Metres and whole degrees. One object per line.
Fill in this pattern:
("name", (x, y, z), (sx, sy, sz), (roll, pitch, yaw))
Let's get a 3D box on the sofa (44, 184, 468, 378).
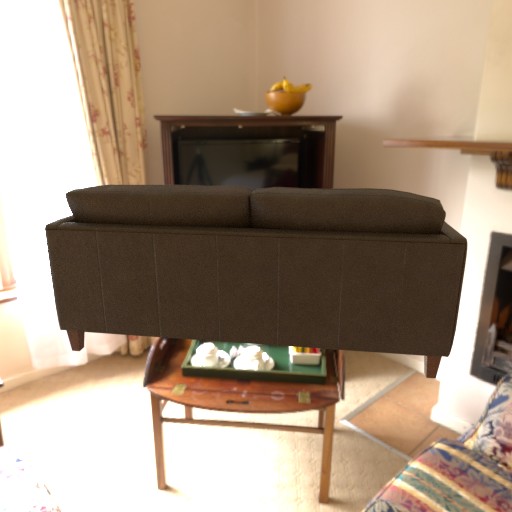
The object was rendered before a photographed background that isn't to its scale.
("sofa", (0.000, 0.000, 2.507), (1.971, 0.863, 0.933), (2, 16, 8))
